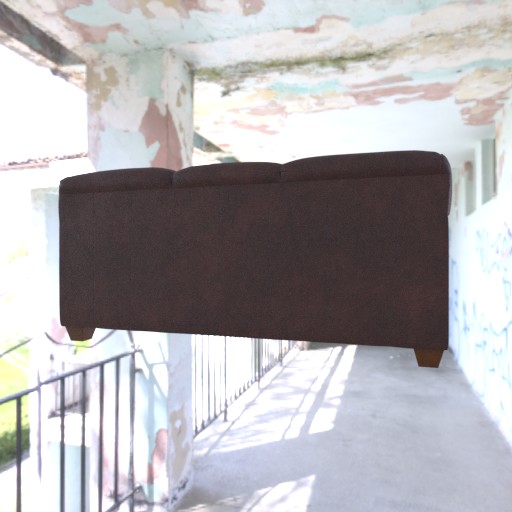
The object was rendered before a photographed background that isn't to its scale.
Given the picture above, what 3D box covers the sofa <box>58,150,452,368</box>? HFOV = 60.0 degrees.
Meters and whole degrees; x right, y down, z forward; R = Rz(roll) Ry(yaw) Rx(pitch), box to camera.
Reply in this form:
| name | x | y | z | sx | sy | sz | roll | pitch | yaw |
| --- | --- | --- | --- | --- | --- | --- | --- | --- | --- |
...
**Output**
| name | x | y | z | sx | sy | sz | roll | pitch | yaw |
| --- | --- | --- | --- | --- | --- | --- | --- | --- | --- |
| sofa | 0.000 | 0.000 | 2.600 | 2.039 | 0.953 | 1.008 | 0 | 0 | 19 |
